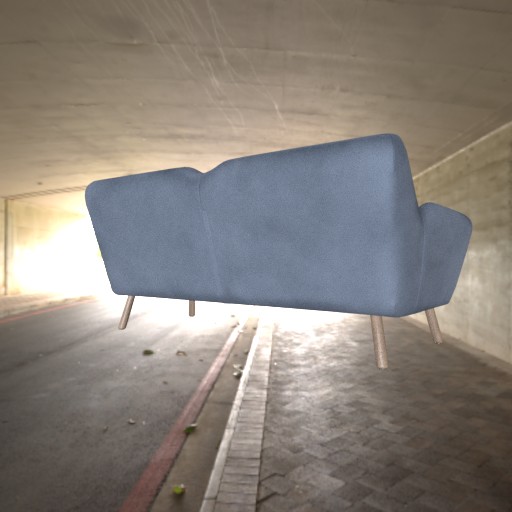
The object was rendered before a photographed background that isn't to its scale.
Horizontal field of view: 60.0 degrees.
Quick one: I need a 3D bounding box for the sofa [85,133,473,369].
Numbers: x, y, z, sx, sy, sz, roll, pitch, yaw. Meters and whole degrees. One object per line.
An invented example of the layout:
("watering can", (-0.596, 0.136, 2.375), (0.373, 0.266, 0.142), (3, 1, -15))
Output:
("sofa", (0.000, 0.000, 2.225), (1.870, 0.810, 0.850), (0, 0, 35))
